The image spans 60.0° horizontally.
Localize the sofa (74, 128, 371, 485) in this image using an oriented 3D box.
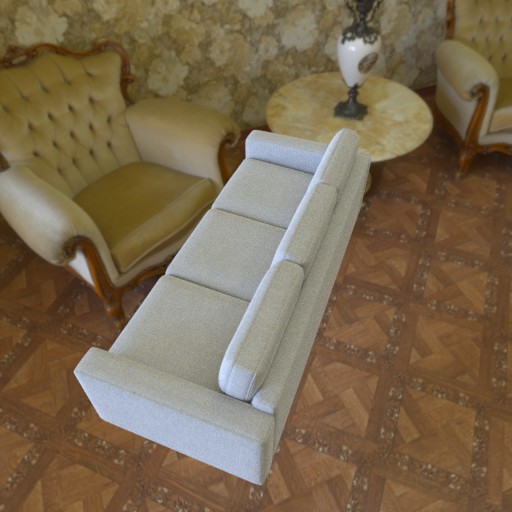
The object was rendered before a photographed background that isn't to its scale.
[{"bbox_3d":[0.000,0.000,2.576,0.900,0.800,2.120,16,48,14],"label":"sofa"}]
